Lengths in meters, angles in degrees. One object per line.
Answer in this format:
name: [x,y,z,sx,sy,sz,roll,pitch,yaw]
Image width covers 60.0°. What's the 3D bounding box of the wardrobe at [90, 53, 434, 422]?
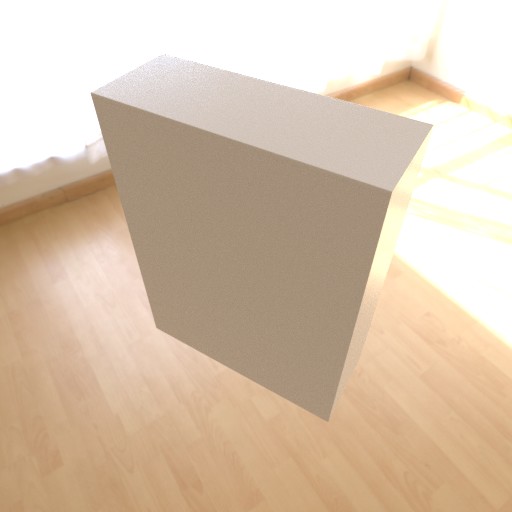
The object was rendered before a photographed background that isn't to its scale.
wardrobe: [0.000,0.000,1.657,0.900,1.200,0.360,23,50,21]
